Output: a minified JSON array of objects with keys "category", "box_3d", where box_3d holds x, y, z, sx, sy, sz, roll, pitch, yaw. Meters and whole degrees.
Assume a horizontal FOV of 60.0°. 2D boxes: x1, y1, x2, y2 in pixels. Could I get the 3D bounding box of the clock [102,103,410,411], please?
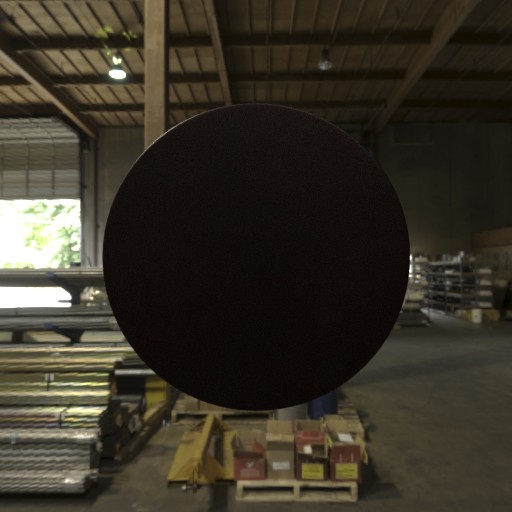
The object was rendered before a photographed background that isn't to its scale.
[{"category":"clock","box_3d":[0.000,0.000,0.464,0.314,0.314,0.029,0,-2,0]}]
